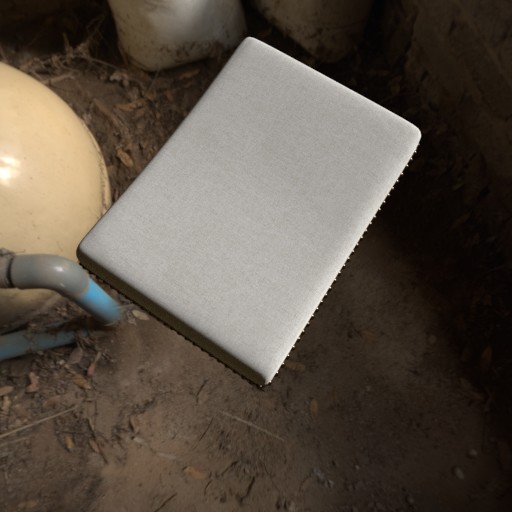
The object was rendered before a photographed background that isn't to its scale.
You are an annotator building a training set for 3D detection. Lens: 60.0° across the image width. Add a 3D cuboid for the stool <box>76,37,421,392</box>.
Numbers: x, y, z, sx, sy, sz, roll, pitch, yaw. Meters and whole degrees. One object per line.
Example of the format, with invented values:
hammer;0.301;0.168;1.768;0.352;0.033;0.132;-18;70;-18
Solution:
stool;0.000;0.000;1.025;0.358;0.759;0.498;32;77;9
